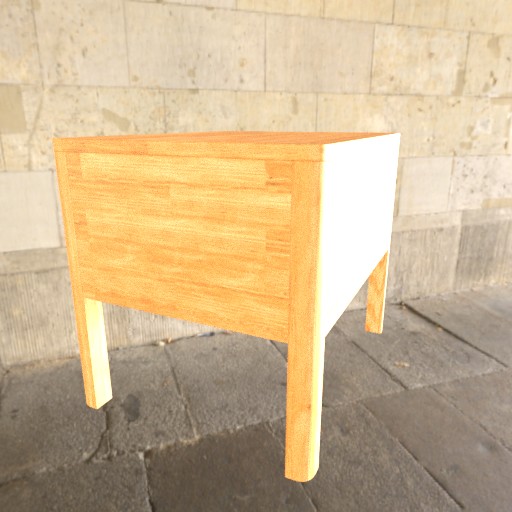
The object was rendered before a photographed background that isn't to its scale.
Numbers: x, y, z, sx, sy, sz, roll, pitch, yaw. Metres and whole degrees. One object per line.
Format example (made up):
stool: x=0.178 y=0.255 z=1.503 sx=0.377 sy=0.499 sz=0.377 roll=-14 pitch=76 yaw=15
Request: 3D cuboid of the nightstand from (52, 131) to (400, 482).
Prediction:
nightstand: x=0.000 y=0.000 z=0.893 sx=0.440 sy=0.470 sz=0.560 roll=8 pitch=19 yaw=25
